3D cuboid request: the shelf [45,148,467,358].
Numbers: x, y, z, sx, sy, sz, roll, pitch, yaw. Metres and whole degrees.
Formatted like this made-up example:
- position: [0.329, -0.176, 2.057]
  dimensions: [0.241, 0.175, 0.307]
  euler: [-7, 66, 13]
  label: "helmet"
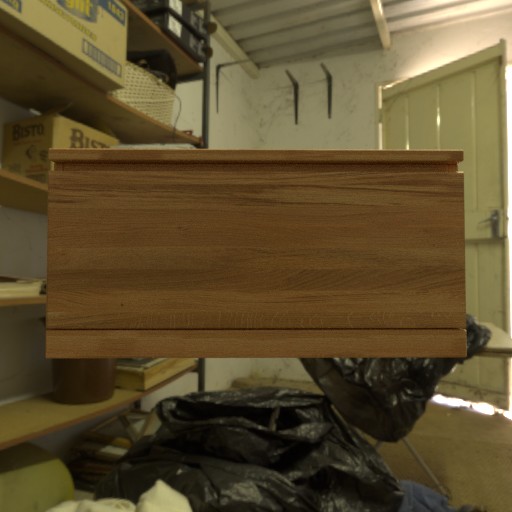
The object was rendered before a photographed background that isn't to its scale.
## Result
- position: [0.000, 0.000, 1.046]
  dimensions: [0.800, 0.400, 0.400]
  euler: [0, -2, -1]
  label: "shelf"
